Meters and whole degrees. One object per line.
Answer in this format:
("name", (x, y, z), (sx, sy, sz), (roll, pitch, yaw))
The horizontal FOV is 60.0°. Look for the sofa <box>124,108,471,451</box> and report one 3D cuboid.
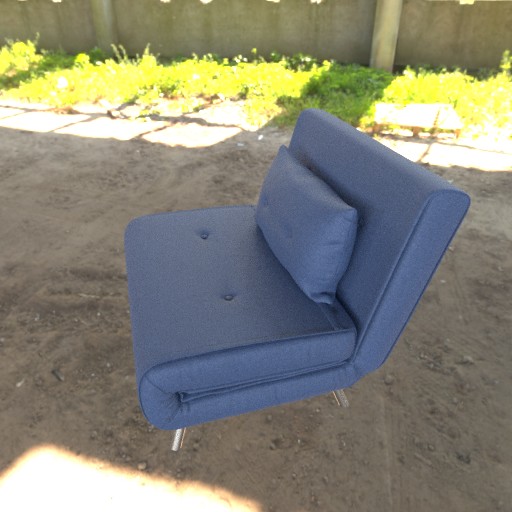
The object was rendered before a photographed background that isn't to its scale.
("sofa", (0.000, 0.000, 1.727), (0.996, 0.860, 0.999), (-9, 33, -14))
